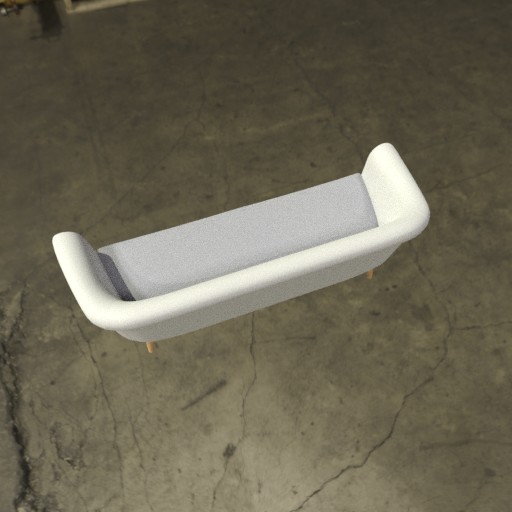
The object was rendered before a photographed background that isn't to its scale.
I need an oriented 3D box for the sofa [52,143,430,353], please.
[{"bbox_3d":[0.000,0.000,2.663,2.160,0.795,0.827,-17,60,-11],"label":"sofa"}]
